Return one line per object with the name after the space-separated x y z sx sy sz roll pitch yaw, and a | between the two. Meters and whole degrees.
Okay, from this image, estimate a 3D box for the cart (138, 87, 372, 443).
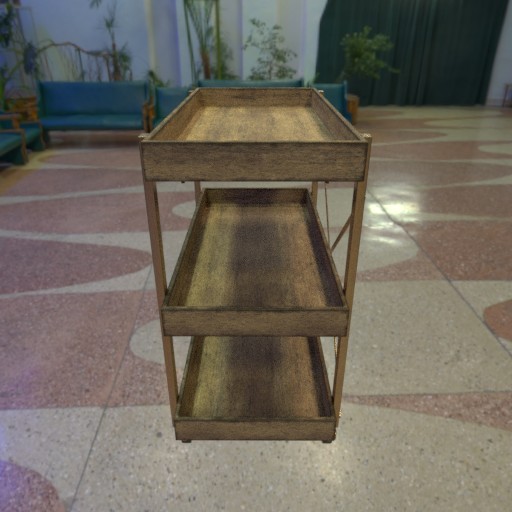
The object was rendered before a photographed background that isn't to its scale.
0.000 0.000 1.233 0.416 0.799 0.750 0 27 0 | cart
